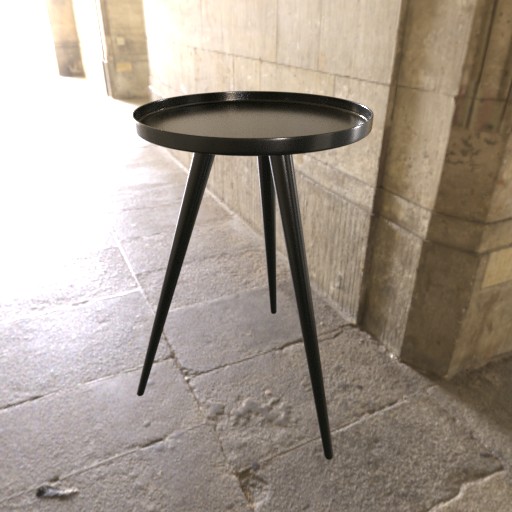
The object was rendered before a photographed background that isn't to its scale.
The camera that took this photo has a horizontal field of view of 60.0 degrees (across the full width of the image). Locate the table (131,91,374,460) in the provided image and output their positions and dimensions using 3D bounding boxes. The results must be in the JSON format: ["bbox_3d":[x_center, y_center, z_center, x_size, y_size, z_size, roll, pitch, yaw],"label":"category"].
[{"bbox_3d":[0.000,0.000,0.844,0.403,0.548,0.415,9,30,16],"label":"table"}]
